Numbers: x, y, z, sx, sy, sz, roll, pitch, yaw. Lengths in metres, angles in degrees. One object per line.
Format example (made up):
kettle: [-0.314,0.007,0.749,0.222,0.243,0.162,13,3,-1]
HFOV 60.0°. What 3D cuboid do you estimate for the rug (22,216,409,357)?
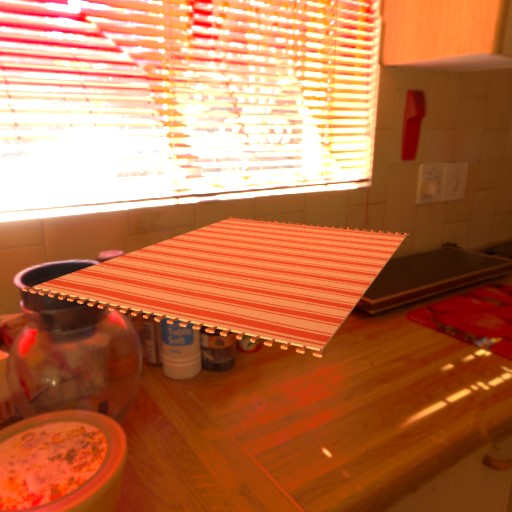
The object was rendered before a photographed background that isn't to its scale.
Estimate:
rug: [0.000,0.000,4.410,2.451,0.035,3.369,8,18,25]
